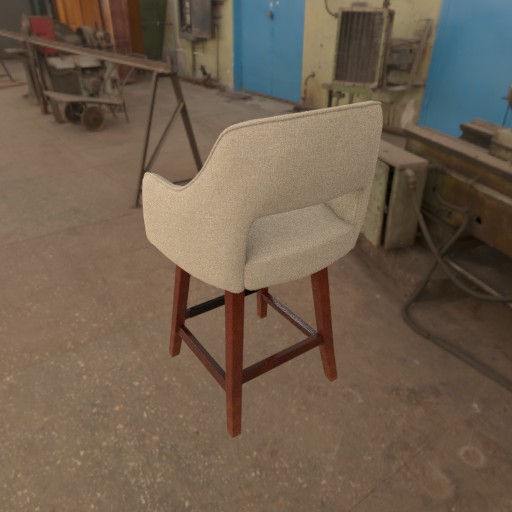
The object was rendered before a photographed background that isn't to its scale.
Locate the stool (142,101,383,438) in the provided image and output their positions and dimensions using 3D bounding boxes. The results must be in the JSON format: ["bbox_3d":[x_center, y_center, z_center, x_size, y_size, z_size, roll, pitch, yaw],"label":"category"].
[{"bbox_3d":[0.000,0.000,1.311,0.550,0.936,0.560,-19,35,-29],"label":"stool"}]
